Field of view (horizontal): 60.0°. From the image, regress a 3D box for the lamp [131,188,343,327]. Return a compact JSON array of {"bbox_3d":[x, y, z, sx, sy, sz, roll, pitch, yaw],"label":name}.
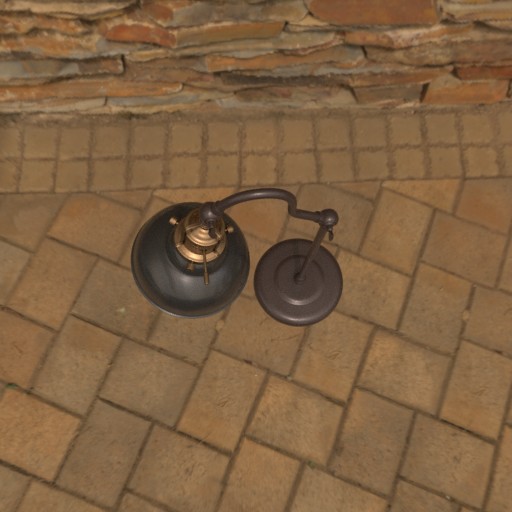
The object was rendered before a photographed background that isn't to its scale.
[{"bbox_3d":[0.000,0.000,0.705,0.374,0.508,0.192,-7,75,-2],"label":"lamp"}]
